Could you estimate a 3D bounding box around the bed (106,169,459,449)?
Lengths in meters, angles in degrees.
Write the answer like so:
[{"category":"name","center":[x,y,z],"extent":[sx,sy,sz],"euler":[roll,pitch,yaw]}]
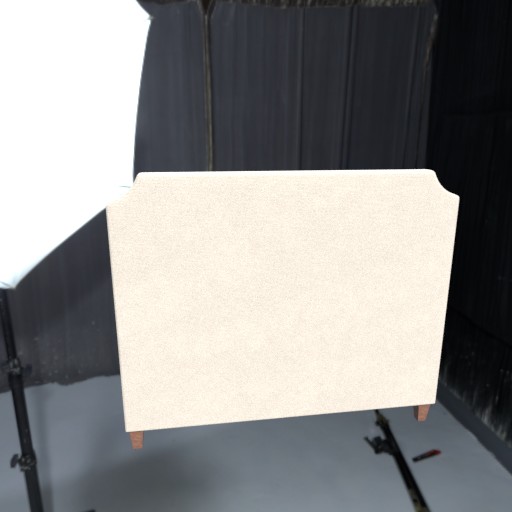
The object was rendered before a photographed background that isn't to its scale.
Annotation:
[{"category":"bed","center":[0.000,0.000,3.321],"extent":[1.703,1.415,2.329],"euler":[-2,15,-8]}]
